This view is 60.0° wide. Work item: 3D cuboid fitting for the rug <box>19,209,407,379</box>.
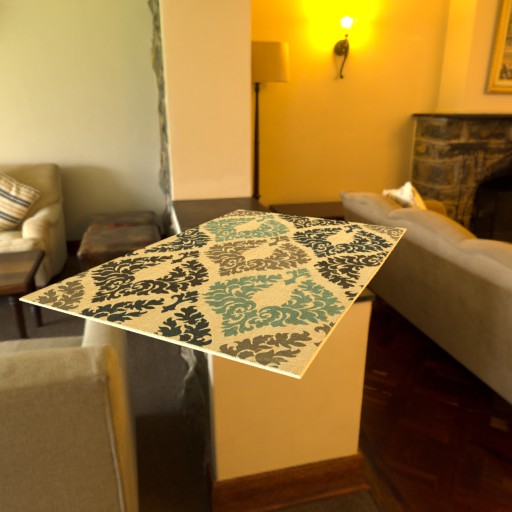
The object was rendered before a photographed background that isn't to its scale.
[{"bbox_3d":[0.000,0.000,2.855,1.514,0.014,2.275,9,21,25],"label":"rug"}]
